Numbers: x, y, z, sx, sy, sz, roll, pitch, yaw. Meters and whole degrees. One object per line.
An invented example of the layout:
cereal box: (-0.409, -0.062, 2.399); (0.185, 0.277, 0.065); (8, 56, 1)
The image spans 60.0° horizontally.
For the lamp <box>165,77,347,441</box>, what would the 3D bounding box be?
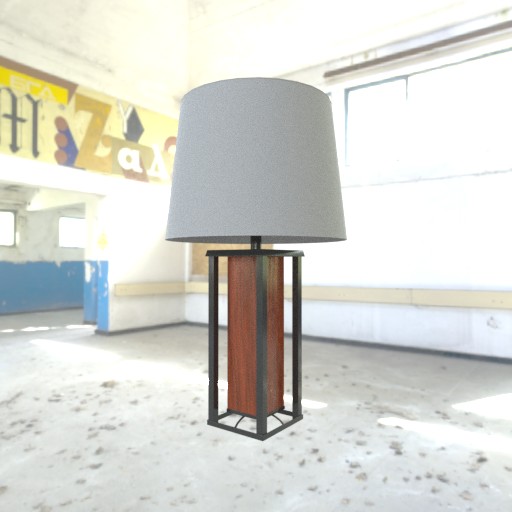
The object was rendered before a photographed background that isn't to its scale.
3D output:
lamp: (0.000, 0.000, 0.793); (0.320, 0.591, 0.320); (0, -1, 0)
